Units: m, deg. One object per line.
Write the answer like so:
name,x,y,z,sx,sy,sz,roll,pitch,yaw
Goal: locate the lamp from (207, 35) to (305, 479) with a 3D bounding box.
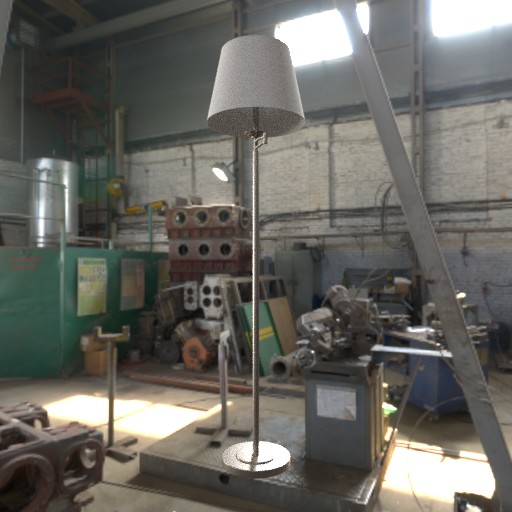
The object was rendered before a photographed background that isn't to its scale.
lamp,0.000,0.000,1.594,0.355,1.473,0.355,0,-1,0
